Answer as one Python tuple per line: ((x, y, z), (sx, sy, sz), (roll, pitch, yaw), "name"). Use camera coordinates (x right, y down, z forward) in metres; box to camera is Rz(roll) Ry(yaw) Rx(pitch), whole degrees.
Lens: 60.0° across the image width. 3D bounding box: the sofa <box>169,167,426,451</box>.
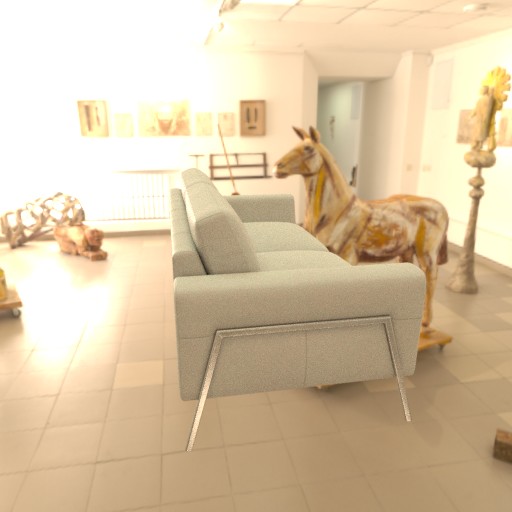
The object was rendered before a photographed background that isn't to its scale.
((0.000, 0.000, 2.561), (0.953, 0.875, 2.017), (-3, 17, -11), "sofa")
